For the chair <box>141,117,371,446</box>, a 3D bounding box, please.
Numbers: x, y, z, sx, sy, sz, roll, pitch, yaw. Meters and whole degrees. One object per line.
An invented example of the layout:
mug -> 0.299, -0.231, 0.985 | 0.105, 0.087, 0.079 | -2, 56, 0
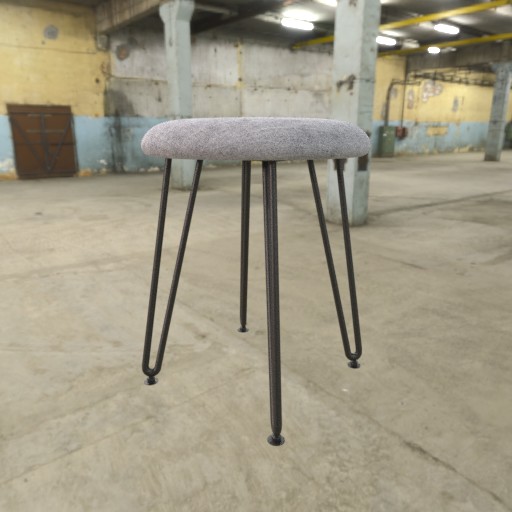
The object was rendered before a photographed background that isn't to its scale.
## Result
chair -> 0.000, 0.000, 0.654 | 0.350, 0.386, 0.350 | -2, 15, -8
